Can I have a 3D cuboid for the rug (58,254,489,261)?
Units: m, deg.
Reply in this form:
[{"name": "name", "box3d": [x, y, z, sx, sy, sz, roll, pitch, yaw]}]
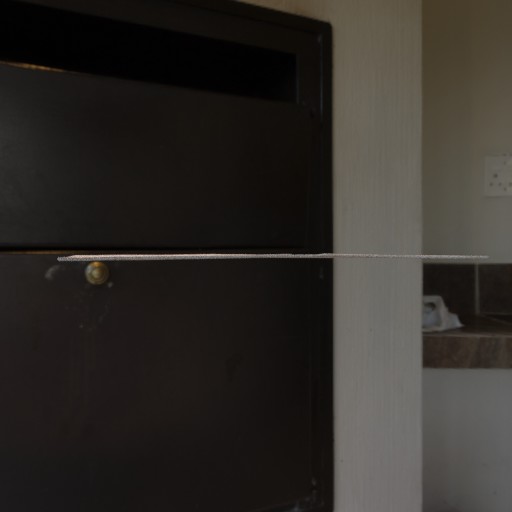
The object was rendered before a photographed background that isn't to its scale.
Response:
[{"name": "rug", "box3d": [0.000, 0.000, 2.926, 2.264, 0.030, 1.624, 0, 0, -18]}]
